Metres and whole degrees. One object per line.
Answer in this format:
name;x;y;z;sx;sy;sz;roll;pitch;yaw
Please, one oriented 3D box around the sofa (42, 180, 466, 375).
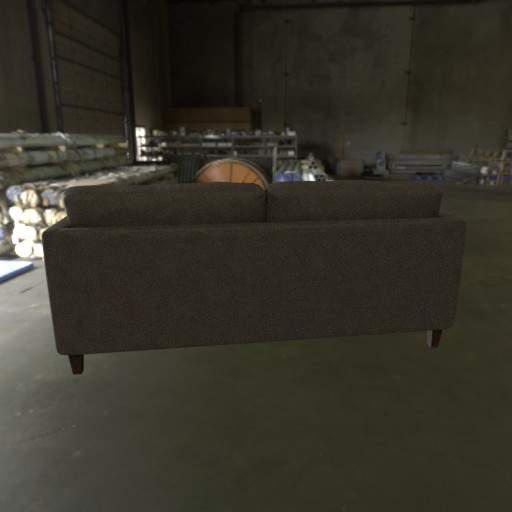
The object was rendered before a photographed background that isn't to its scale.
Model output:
sofa;0.000;0.000;2.743;2.208;0.965;0.951;-2;15;-8
